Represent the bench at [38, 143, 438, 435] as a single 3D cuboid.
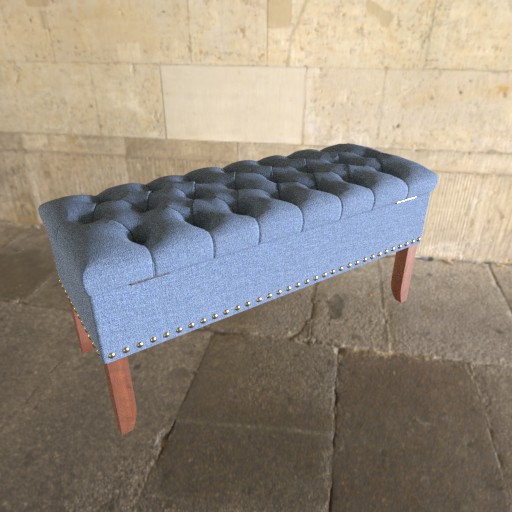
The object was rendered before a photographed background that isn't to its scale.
[{"bbox_3d":[0.000,0.000,1.317,1.052,0.492,0.417,-18,33,-29],"label":"bench"}]
